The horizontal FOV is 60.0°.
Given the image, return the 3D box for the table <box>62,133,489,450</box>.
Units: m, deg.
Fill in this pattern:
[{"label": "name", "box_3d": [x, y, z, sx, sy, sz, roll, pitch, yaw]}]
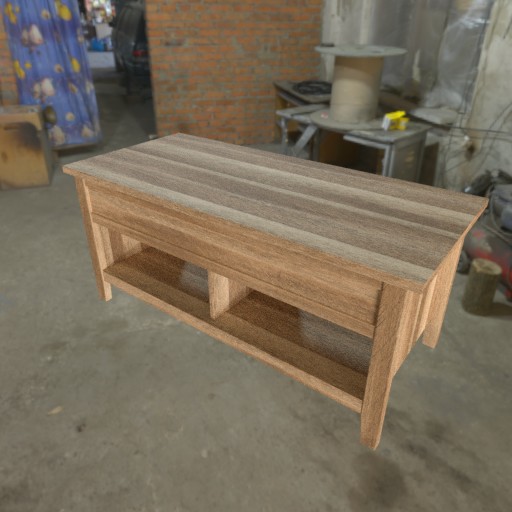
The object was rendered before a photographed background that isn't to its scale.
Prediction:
[{"label": "table", "box_3d": [0.000, 0.000, 1.345, 1.095, 0.480, 0.493, 20, 35, 31]}]
